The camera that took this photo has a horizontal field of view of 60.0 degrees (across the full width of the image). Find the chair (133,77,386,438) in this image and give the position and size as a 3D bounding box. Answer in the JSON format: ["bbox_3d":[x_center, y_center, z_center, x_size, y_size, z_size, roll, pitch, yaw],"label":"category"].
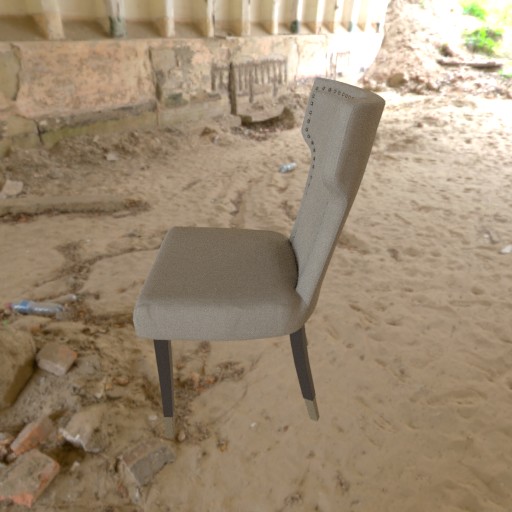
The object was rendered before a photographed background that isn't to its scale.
[{"bbox_3d":[0.000,0.000,1.327,0.630,0.955,0.526,0,27,0],"label":"chair"}]
